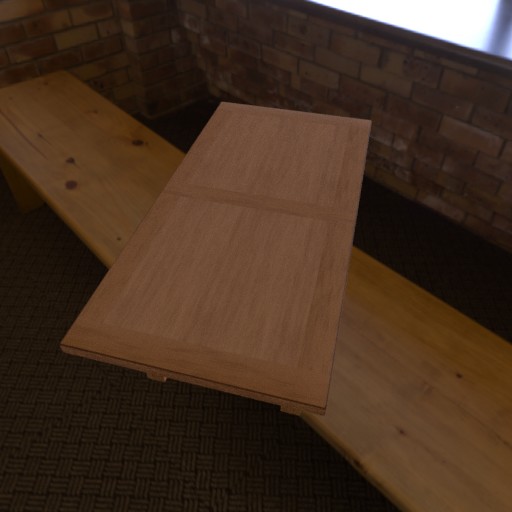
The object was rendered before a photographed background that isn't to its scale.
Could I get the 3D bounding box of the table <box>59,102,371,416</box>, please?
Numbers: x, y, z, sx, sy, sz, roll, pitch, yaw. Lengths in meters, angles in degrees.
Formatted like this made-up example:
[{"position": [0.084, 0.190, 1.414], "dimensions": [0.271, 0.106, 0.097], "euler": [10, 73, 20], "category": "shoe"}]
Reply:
[{"position": [0.000, 0.000, 2.501], "dimensions": [1.000, 0.762, 1.982], "euler": [11, 47, 10], "category": "table"}]
